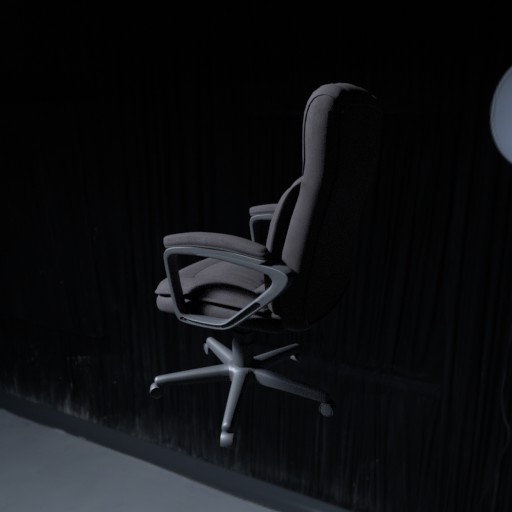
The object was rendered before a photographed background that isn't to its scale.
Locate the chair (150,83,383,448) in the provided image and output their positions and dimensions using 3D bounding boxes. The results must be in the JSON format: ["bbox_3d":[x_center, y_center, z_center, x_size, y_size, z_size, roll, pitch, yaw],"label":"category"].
[{"bbox_3d":[0.000,0.000,1.561,0.724,1.105,0.667,8,18,26],"label":"chair"}]
